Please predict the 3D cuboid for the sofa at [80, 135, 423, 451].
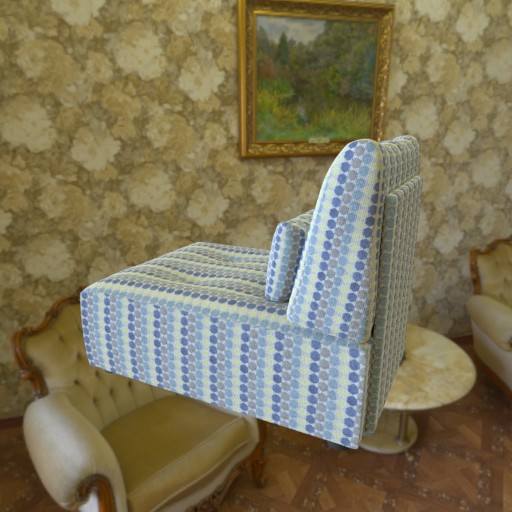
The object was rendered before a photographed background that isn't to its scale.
[{"bbox_3d":[0.000,0.000,1.558,1.000,0.820,0.700,8,18,26],"label":"sofa"}]
